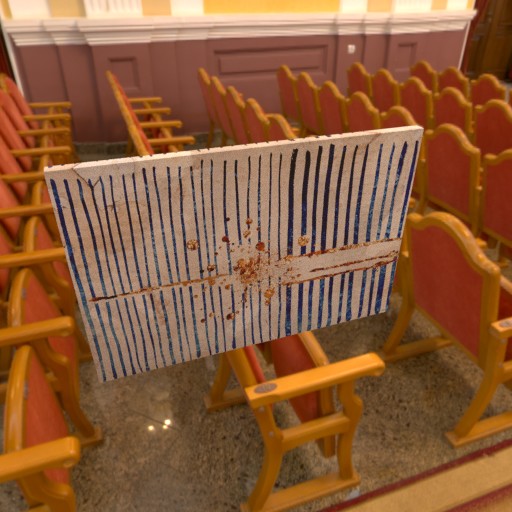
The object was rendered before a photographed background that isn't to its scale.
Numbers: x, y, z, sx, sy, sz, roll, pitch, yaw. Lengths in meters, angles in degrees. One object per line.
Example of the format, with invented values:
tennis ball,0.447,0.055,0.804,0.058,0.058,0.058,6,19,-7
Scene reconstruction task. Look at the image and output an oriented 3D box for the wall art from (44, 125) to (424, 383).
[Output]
wall art,0.000,0.000,1.195,0.919,0.609,0.030,-11,33,-17
